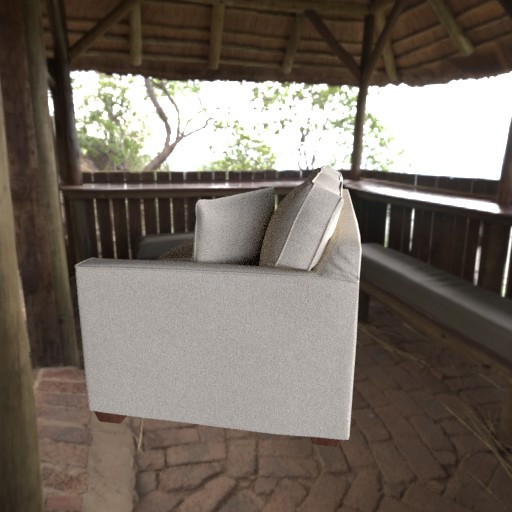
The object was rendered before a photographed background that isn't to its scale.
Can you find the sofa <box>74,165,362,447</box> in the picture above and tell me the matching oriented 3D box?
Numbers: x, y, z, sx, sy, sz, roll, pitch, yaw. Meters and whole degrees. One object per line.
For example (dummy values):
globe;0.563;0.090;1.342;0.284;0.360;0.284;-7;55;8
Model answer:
sofa;0.000;0.000;2.465;1.034;0.946;1.963;2;13;10
